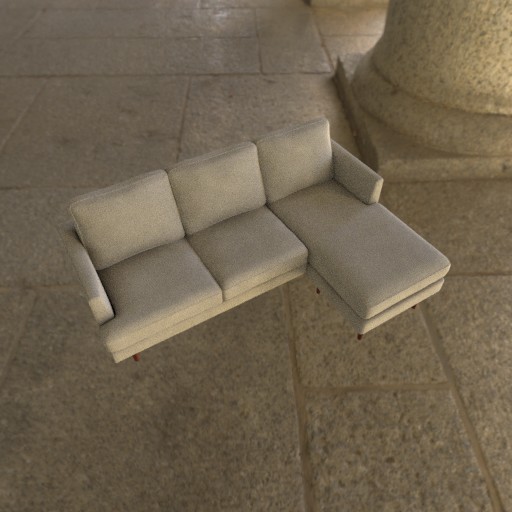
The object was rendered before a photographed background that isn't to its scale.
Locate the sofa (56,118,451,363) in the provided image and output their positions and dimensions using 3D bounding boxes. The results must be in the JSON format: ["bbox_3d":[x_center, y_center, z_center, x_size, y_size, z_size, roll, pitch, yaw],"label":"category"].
[{"bbox_3d":[0.000,0.000,3.039,2.233,0.956,1.504,-24,51,-21],"label":"sofa"}]
